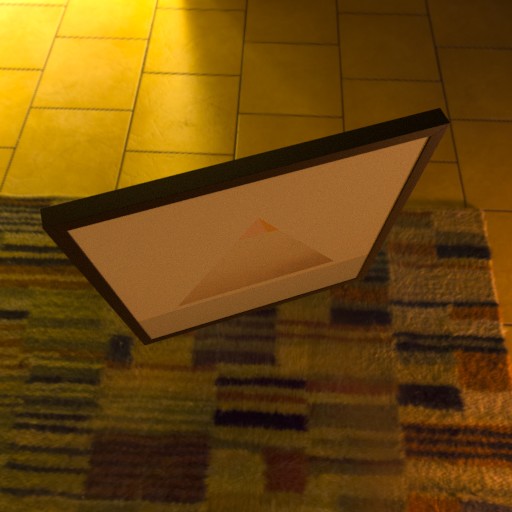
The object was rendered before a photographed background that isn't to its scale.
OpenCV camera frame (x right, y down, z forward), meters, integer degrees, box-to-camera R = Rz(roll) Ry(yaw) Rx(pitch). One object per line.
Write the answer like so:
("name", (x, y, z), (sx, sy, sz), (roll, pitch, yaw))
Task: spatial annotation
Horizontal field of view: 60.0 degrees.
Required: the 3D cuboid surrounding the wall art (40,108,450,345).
("wall art", (0.000, 0.000, 0.768), (0.513, 0.511, 0.028), (-16, 65, -8))
